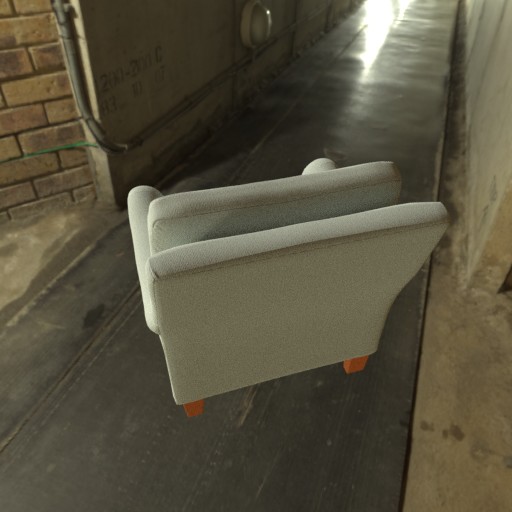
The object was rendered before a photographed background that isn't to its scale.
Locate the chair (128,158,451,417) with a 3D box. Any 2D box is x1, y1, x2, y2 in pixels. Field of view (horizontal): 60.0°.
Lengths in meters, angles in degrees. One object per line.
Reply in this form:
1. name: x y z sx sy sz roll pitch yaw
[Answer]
1. chair: 0.000 0.000 1.858 0.955 1.038 1.070 -11 41 -13
